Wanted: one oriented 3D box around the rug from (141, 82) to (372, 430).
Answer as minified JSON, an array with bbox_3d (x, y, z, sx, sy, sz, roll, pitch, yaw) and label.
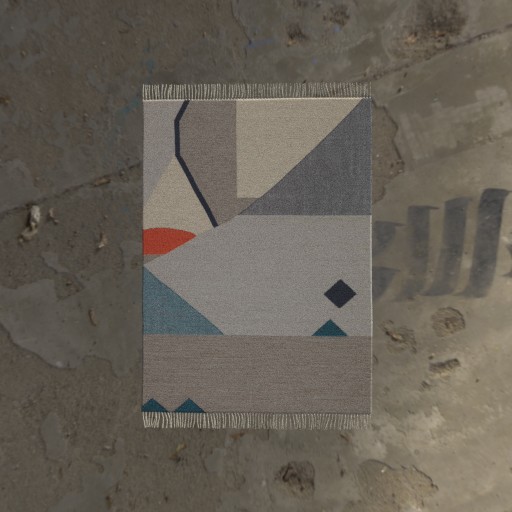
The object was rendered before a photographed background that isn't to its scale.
[{"bbox_3d":[0.000,0.000,2.342,1.220,0.005,1.828,0,90,2],"label":"rug"}]
